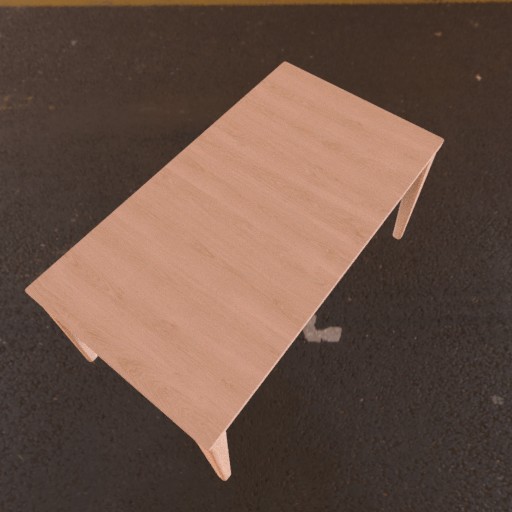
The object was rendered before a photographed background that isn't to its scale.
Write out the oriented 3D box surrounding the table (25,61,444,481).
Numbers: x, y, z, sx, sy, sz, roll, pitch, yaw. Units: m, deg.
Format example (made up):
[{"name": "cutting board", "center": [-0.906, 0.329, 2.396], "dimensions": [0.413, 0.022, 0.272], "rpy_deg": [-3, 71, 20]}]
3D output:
[{"name": "table", "center": [0.000, 0.000, 2.036], "dimensions": [0.900, 0.760, 1.600], "rpy_deg": [34, 66, 18]}]
